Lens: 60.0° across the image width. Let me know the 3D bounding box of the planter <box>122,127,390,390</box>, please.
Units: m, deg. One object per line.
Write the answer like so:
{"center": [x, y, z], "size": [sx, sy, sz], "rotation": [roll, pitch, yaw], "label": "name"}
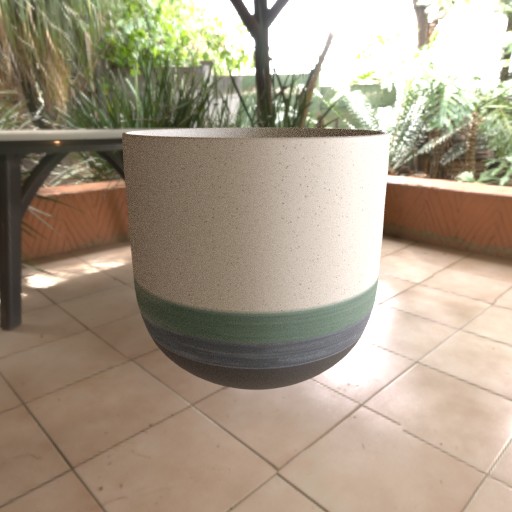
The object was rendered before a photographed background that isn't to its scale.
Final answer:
{"center": [0.000, 0.000, 0.498], "size": [0.268, 0.270, 0.268], "rotation": [0, 18, 0], "label": "planter"}
